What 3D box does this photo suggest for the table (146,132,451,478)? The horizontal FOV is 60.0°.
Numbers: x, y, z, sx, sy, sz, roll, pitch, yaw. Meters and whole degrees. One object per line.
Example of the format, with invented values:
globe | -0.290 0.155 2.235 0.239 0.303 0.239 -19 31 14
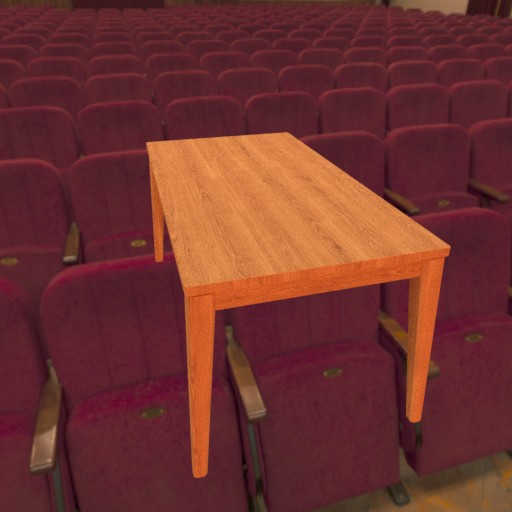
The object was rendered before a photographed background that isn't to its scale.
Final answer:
table | 0.000 0.000 2.120 0.900 0.760 1.600 -8 30 -14
